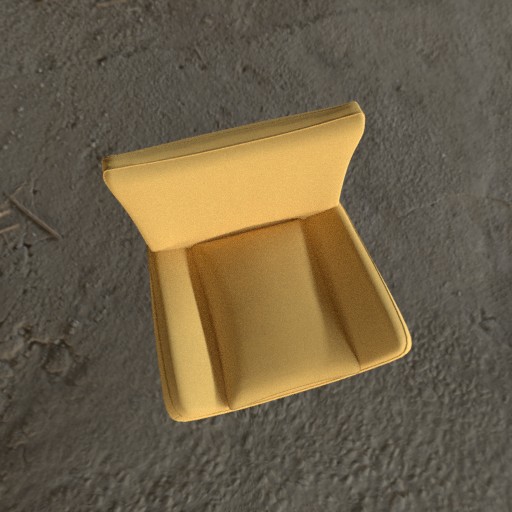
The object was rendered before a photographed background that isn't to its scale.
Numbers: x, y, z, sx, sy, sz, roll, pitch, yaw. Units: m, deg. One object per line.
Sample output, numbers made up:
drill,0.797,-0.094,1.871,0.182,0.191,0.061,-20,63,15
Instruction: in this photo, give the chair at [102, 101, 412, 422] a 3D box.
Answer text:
chair,0.000,0.000,1.662,0.859,0.855,1.008,-15,66,-7
